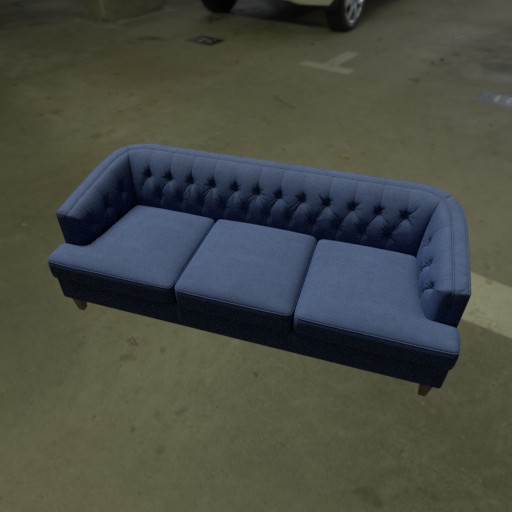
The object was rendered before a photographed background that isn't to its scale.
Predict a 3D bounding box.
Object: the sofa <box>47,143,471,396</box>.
[{"bbox_3d":[0.000,0.000,2.624,2.235,0.787,0.914,11,41,13],"label":"sofa"}]
